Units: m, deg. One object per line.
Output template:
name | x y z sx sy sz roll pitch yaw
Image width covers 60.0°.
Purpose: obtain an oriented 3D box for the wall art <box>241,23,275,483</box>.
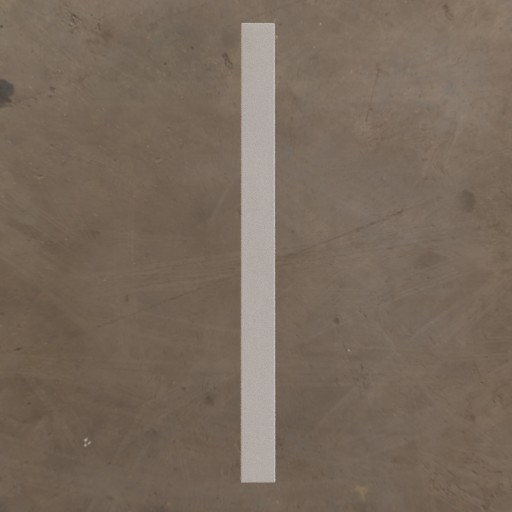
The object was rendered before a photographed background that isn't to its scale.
wall art | 0.000 0.000 0.743 0.037 0.508 0.508 0 88 0
